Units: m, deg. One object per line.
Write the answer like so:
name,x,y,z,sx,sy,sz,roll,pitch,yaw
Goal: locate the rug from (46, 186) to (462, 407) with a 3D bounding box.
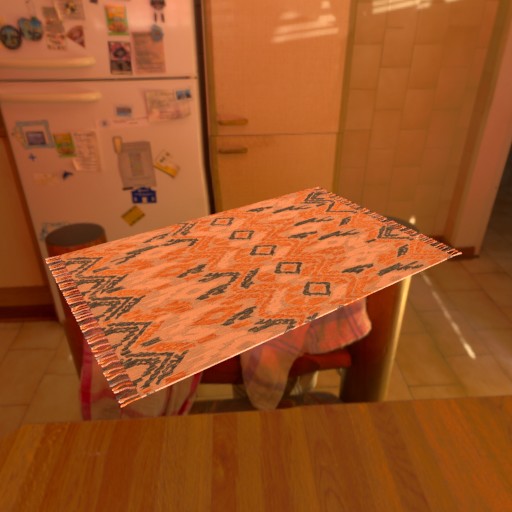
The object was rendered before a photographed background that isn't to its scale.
rug,0.000,0.000,3.042,2.428,0.010,1.533,-19,35,-29
